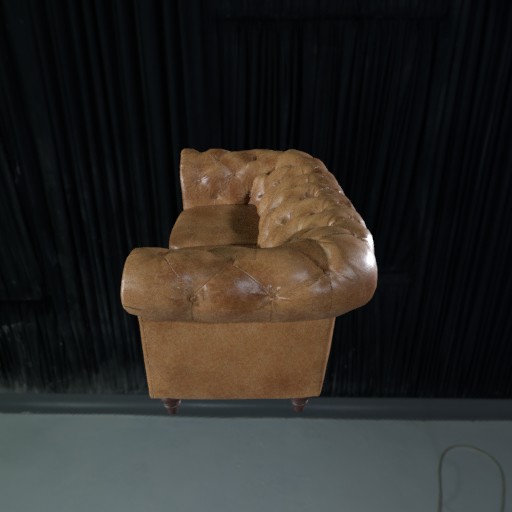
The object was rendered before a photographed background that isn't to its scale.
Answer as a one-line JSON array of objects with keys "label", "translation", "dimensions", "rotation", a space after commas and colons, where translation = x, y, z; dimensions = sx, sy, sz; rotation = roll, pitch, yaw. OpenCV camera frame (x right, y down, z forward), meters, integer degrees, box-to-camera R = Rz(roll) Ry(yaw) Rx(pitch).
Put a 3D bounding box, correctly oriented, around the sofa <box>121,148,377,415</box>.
[{"label": "sofa", "translation": [0.000, 0.000, 2.547], "dimensions": [1.042, 0.877, 1.979], "rotation": [-1, 26, -1]}]
